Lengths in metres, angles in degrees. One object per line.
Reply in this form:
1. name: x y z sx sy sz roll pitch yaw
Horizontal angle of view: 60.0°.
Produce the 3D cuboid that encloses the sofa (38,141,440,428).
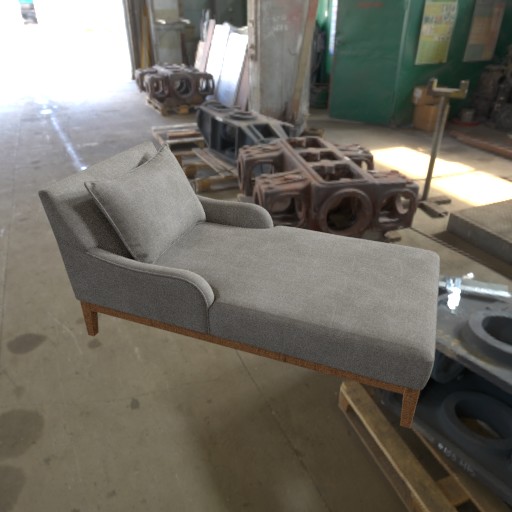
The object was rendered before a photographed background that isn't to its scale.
1. sofa: 0.000 0.000 2.266 1.779 0.859 0.894 11 32 18
